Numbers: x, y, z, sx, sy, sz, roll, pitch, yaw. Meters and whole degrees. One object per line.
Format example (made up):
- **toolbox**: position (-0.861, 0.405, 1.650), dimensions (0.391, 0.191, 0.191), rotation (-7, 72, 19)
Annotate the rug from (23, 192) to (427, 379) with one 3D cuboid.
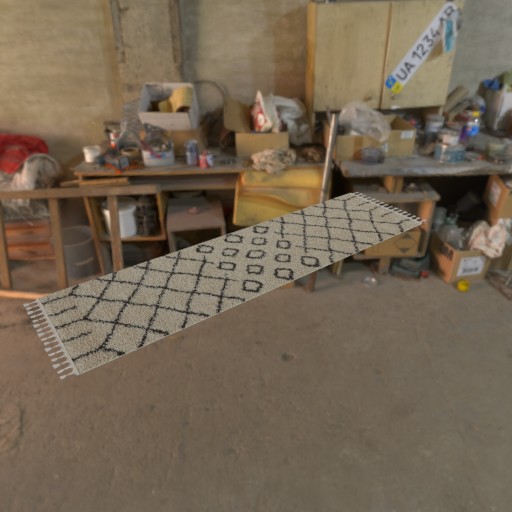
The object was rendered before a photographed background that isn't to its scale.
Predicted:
- **rug**: position (0.000, 0.000, 2.652), dimensions (2.464, 0.005, 0.660), rotation (-21, 37, -31)
